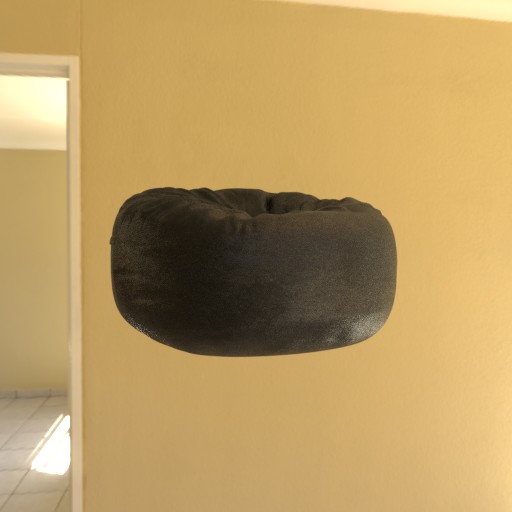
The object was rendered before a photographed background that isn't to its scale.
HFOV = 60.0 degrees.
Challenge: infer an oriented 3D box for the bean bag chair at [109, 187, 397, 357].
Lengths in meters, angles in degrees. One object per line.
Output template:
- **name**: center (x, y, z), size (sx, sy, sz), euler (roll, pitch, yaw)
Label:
- **bean bag chair**: center (0.000, 0.000, 2.429), size (1.524, 0.878, 1.524), euler (0, 1, -18)
